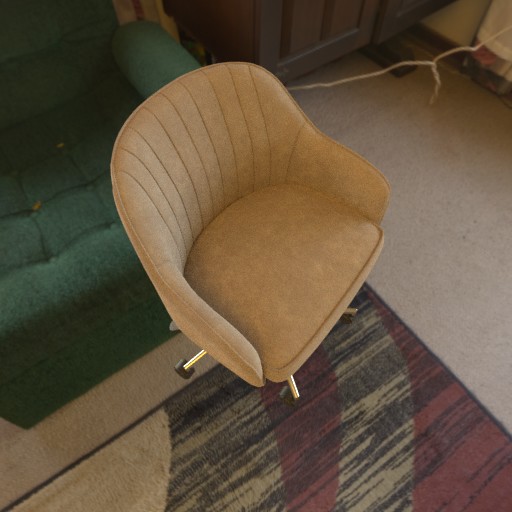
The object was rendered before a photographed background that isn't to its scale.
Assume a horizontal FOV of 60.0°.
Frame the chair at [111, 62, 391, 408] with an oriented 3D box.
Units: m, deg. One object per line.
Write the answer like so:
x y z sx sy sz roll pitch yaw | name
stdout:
0.000 0.000 1.238 0.573 0.831 0.635 32 62 19 | chair
